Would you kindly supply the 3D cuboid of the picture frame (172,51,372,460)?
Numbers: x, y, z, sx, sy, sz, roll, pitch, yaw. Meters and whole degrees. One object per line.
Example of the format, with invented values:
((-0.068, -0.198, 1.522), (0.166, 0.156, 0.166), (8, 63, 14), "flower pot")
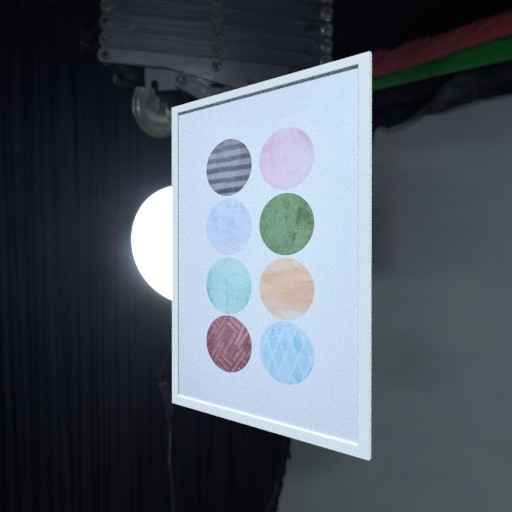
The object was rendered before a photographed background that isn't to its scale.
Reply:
((0.000, 0.000, 1.219), (0.659, 0.940, 0.013), (0, 0, 37), "picture frame")
